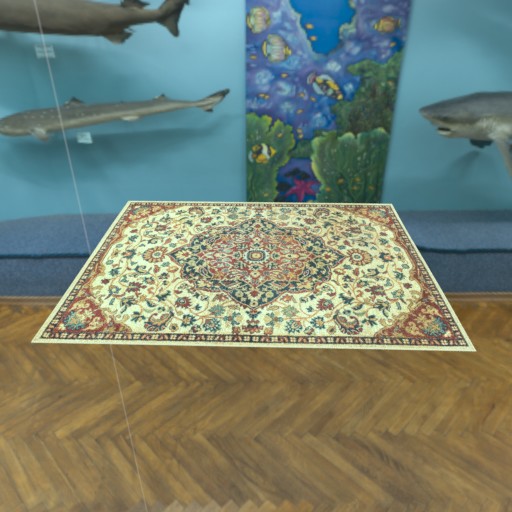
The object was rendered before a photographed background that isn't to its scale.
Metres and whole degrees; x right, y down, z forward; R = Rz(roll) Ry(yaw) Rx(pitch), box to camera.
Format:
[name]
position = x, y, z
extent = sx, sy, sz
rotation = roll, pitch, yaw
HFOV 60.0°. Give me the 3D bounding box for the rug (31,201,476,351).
[rug]
position = 0.000, 0.000, 4.100
extent = 3.067, 0.005, 2.454
rotation = 1, 31, 1
